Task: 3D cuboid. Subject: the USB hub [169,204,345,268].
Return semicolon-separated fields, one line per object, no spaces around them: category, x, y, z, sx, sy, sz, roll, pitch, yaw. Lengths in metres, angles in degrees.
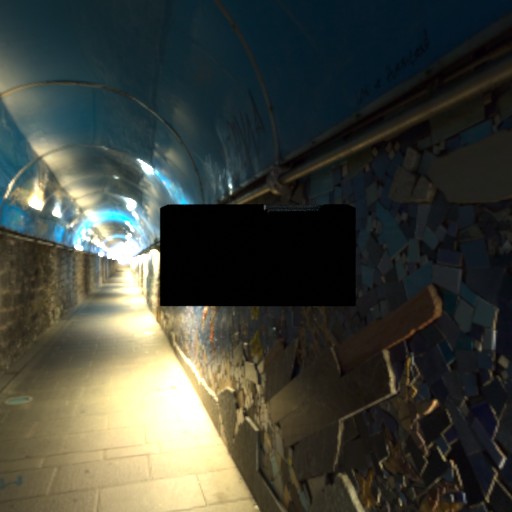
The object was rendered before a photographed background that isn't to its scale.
USB hub;0.000;0.000;0.127;0.044;0.023;0.110;0;0;-1
